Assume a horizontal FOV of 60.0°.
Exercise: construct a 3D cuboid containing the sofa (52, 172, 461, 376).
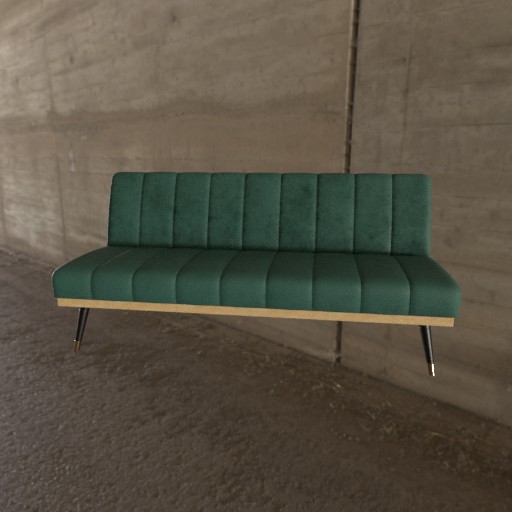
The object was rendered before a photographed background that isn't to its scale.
[{"bbox_3d":[0.000,0.000,2.289,1.810,0.820,0.830,2,13,8],"label":"sofa"}]
